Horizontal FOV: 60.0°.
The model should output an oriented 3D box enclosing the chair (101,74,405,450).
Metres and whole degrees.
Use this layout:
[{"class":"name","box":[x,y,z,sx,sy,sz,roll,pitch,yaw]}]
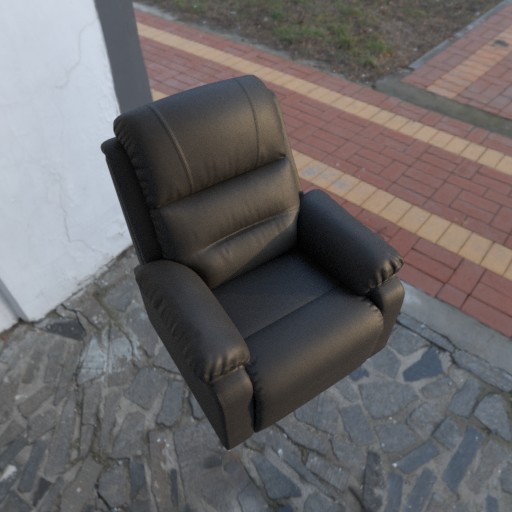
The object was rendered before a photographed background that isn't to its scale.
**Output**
[{"class":"chair","box":[0.000,0.000,1.664,0.855,0.992,0.919,-26,53,-22]}]
